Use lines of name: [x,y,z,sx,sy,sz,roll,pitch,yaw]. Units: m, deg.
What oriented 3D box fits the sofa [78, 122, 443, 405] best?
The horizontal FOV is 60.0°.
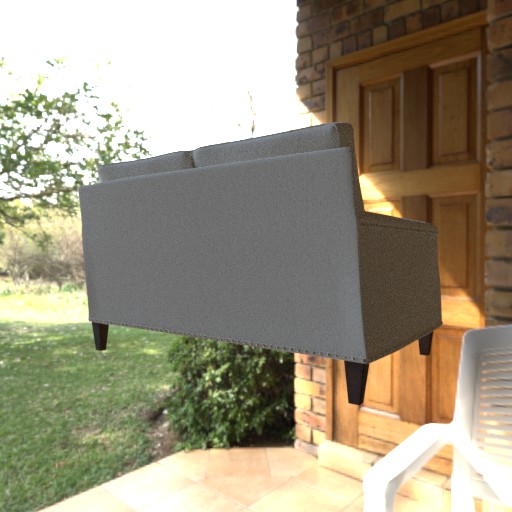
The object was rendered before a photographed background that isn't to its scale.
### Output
sofa: [0.000,0.000,2.275,1.597,1.003,1.084,0,1,35]
